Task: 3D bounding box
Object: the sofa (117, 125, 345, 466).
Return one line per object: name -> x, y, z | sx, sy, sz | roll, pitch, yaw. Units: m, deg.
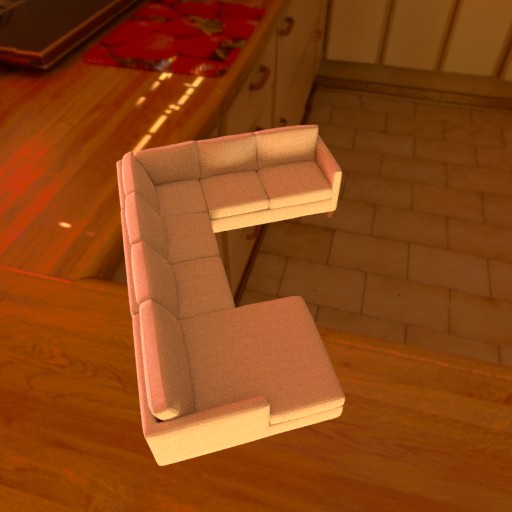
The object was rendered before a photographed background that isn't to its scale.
sofa -> 0.000, 0.000, 4.637 | 2.594, 0.961, 3.460 | -11, 49, -10
